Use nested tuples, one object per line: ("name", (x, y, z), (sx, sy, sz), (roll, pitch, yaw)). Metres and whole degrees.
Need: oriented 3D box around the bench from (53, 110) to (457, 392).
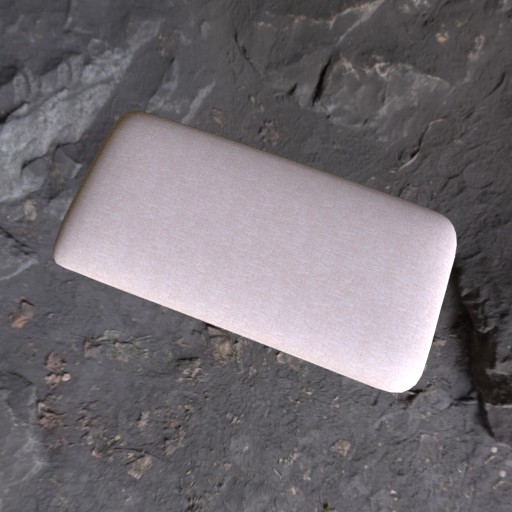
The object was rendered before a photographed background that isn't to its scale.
("bench", (0.000, 0.000, 1.296), (0.991, 0.483, 0.483), (20, 76, 5))
